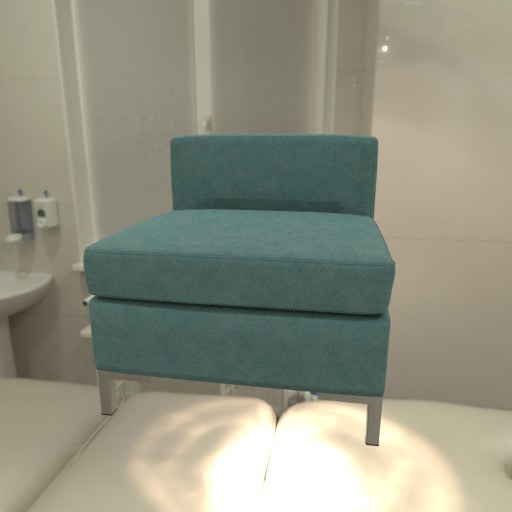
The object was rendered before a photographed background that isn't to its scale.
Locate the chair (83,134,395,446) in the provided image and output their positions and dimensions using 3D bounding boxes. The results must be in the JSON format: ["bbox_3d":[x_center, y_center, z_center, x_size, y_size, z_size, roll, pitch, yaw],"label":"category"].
[{"bbox_3d":[0.000,0.000,1.233,0.684,0.660,0.685,3,15,10],"label":"chair"}]
